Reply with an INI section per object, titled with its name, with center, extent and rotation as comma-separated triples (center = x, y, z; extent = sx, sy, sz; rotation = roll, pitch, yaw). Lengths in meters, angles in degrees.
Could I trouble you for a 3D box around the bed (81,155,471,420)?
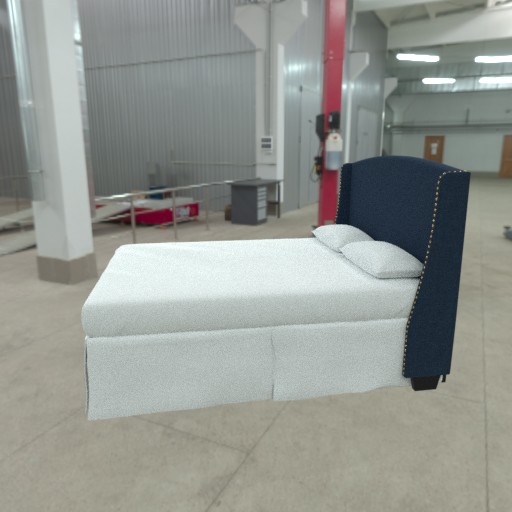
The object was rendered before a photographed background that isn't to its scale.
[bed]
center = 0.000, 0.000, 3.182
extent = 2.223, 1.402, 1.604
rotation = -2, 14, -9
